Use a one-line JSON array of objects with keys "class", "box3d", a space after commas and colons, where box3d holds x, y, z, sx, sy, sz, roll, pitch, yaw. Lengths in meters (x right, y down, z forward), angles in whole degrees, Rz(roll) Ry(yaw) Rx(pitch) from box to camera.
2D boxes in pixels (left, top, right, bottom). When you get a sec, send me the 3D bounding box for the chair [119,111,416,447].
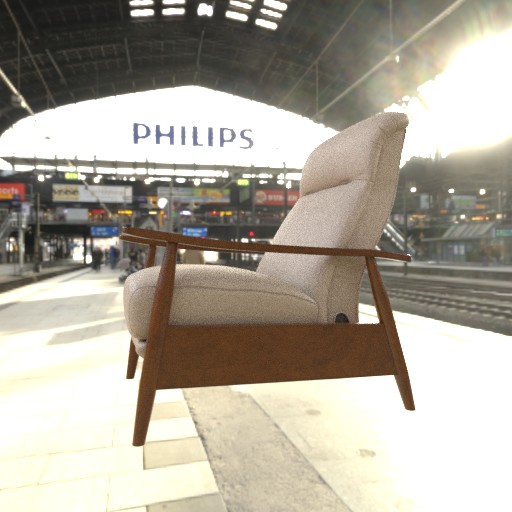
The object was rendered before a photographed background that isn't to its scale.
[{"class": "chair", "box3d": [0.000, 0.000, 1.758, 1.030, 1.082, 0.762, 0, 1, -18]}]
